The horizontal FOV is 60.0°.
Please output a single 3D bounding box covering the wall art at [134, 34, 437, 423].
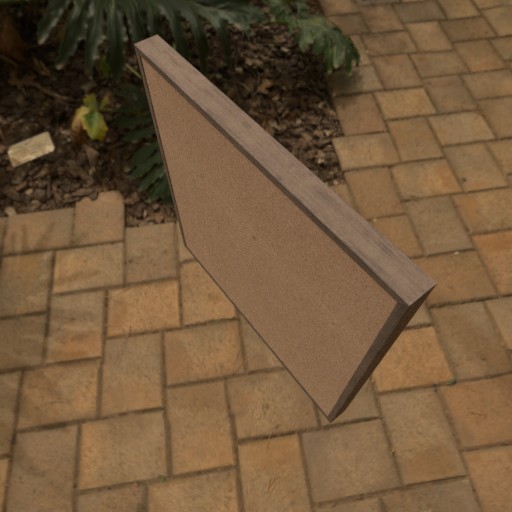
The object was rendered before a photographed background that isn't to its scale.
[{"bbox_3d":[0.000,0.000,0.732,0.038,0.508,0.508,-33,64,-19],"label":"wall art"}]
